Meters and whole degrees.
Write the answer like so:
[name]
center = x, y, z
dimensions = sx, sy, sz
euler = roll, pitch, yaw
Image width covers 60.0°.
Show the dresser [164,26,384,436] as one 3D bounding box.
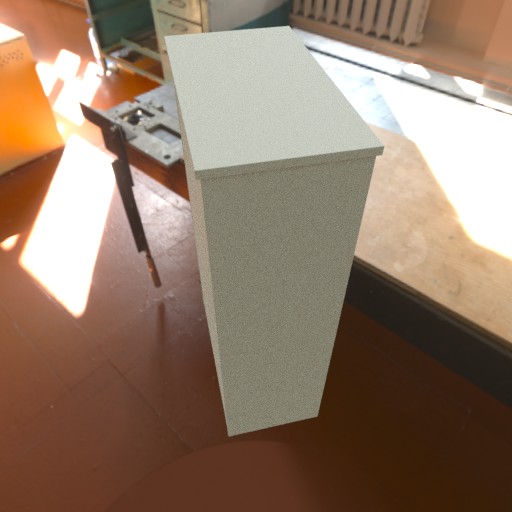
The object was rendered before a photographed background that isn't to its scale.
[dresser]
center = 0.000, 0.000, 1.555
dimensions = 0.399, 1.255, 0.704
euler = -9, 46, -9
